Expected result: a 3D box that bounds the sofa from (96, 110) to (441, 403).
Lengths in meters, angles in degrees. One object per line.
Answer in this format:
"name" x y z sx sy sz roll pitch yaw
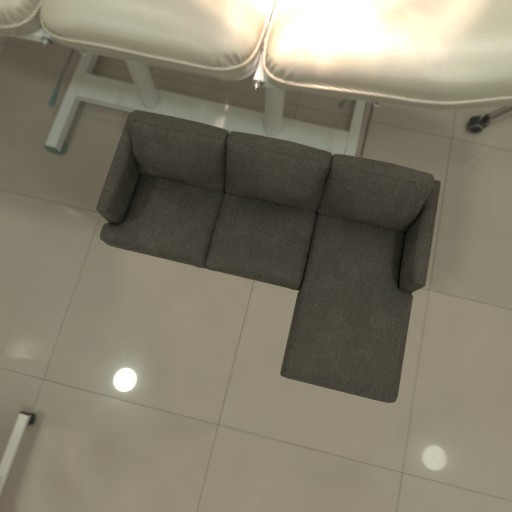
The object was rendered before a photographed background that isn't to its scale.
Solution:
"sofa" 0.000 0.000 3.092 2.233 0.956 1.504 13 76 3
